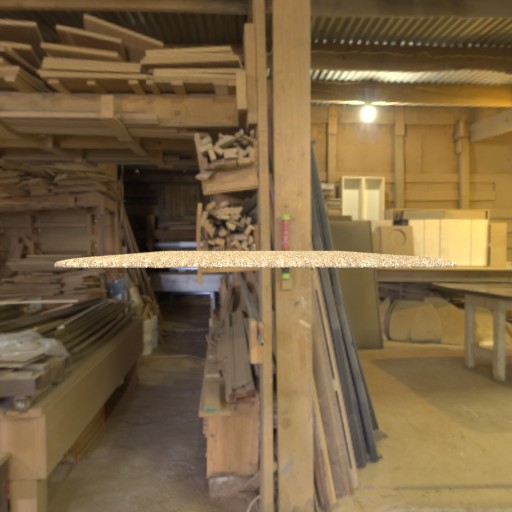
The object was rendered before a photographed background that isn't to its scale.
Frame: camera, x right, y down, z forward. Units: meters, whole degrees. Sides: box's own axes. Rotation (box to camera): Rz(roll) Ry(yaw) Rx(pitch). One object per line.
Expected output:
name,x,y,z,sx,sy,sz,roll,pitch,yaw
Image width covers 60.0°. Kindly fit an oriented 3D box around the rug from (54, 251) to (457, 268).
rug,0.000,0.000,3.774,2.242,0.050,2.873,0,1,-1
